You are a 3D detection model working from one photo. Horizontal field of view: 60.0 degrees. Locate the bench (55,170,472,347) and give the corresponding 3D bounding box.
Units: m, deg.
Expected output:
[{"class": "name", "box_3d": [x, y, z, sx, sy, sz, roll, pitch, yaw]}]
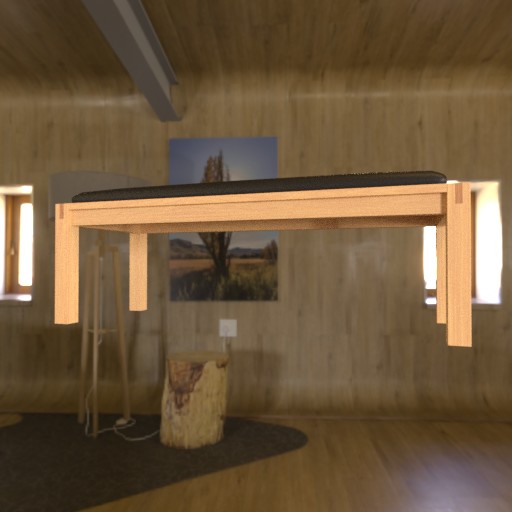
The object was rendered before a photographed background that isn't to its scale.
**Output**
[{"class": "bench", "box_3d": [0.000, 0.000, 1.431, 1.202, 0.430, 0.450, 0, -1, 19]}]
